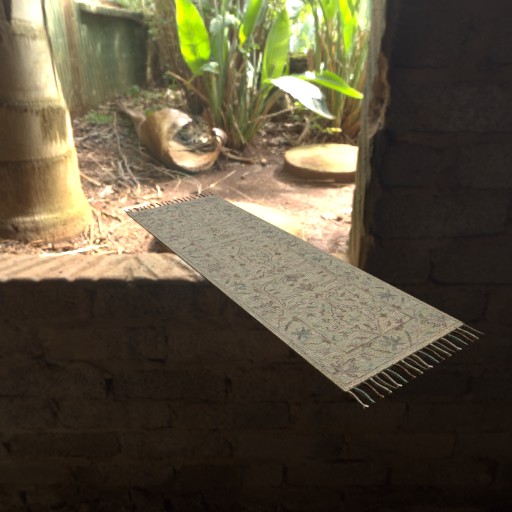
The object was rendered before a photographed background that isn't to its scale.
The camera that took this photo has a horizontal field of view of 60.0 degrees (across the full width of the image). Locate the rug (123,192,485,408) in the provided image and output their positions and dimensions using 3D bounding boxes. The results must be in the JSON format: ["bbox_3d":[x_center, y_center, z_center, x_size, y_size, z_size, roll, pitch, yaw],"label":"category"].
[{"bbox_3d":[0.000,0.000,2.651,0.769,0.013,2.440,-17,31,-31],"label":"rug"}]
